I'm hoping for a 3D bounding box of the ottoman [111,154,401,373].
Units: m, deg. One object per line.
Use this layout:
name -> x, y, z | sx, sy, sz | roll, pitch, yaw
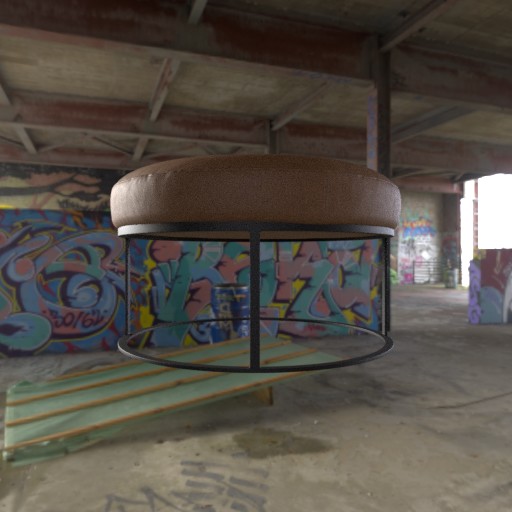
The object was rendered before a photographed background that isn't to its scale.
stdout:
ottoman -> 0.000, 0.000, 1.236 | 0.771, 0.460, 0.771 | 0, 0, 0
